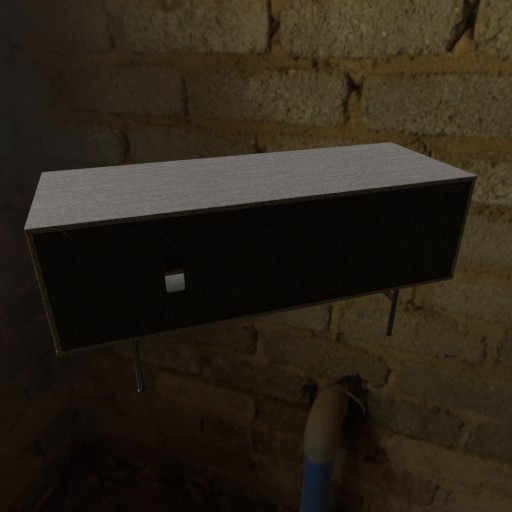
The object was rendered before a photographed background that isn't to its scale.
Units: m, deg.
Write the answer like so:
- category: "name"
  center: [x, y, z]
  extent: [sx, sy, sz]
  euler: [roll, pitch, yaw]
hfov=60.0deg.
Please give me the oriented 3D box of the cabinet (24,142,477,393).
- category: "cabinet"
  center: [0.000, 0.000, 1.558]
  extent: [1.300, 0.599, 0.500]
  euler: [-9, 29, -16]
